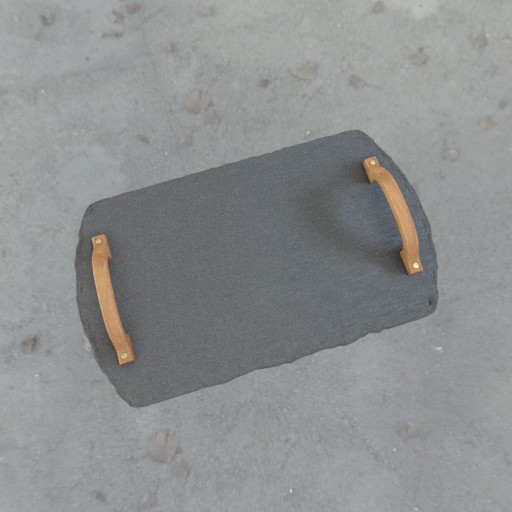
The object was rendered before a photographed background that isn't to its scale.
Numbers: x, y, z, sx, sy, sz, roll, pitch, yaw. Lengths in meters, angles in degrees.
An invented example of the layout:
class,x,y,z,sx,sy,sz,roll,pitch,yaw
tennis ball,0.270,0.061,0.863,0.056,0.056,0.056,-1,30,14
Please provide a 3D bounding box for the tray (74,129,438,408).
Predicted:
class,x,y,z,sx,sy,sz,roll,pitch,yaw
tray,0.000,0.000,0.470,0.387,0.062,0.231,-17,75,-5
